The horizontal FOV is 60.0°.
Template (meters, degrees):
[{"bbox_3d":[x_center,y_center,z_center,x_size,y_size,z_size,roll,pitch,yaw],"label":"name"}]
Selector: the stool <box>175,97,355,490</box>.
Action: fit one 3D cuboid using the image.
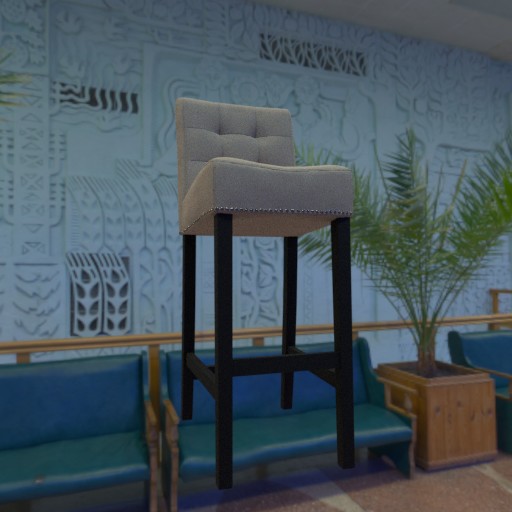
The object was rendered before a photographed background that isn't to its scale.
[{"bbox_3d":[0.000,0.000,1.299,0.411,1.047,0.548,0,-1,-18],"label":"stool"}]
